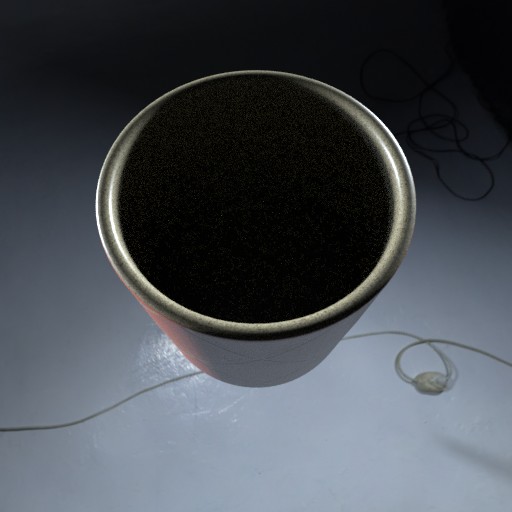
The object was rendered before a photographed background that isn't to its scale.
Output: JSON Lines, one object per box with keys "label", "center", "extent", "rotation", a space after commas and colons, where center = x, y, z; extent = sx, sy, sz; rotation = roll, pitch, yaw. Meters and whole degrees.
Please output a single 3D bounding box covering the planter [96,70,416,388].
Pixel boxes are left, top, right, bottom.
{"label": "planter", "center": [0.000, 0.000, 0.355], "extent": [0.191, 0.200, 0.191], "rotation": [0, 64, 0]}
